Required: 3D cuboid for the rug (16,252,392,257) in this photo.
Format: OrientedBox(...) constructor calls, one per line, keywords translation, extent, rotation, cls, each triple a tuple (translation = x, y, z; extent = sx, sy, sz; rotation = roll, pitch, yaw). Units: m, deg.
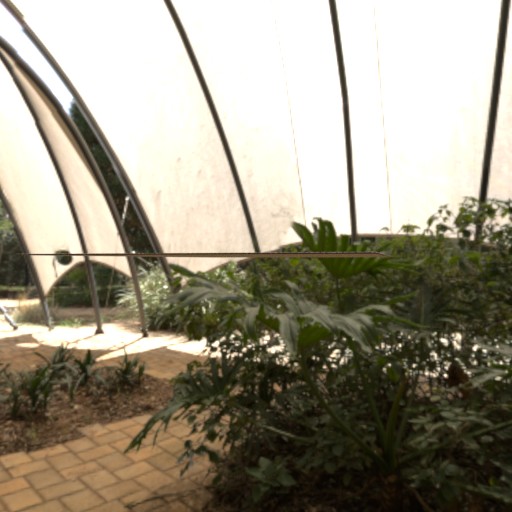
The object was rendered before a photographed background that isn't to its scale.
OrientedBox(translation=(0.000, 0.000, 5.072), extent=(2.894, 0.011, 3.957), rotation=(0, -1, 18), cls="rug")
